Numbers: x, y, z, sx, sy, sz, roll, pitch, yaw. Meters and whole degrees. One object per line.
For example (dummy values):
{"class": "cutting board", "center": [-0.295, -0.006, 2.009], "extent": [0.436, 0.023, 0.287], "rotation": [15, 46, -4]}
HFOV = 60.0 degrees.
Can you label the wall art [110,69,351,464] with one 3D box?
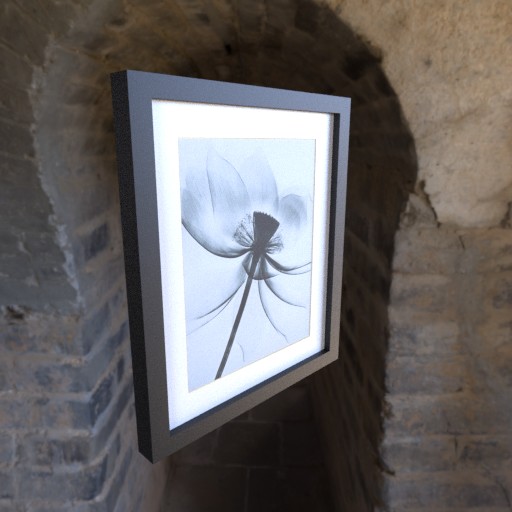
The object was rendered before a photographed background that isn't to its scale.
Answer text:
{"class": "wall art", "center": [0.000, 0.000, 0.535], "extent": [0.029, 0.381, 0.330], "rotation": [14, 20, 43]}
